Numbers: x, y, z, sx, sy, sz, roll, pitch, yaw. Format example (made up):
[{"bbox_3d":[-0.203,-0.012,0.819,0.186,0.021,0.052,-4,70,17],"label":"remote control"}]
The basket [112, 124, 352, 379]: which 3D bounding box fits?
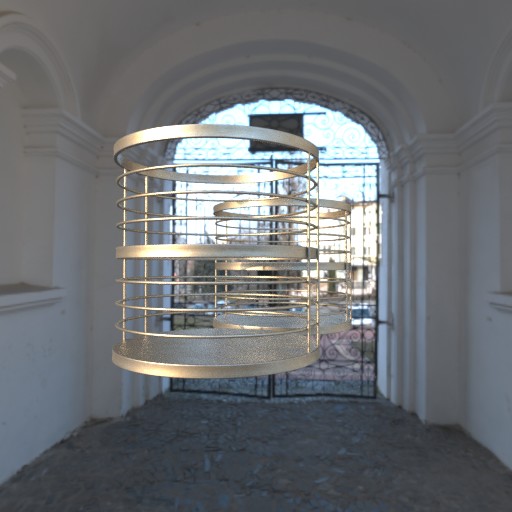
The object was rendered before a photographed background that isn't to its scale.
[{"bbox_3d":[0.000,0.000,0.968,0.356,0.351,0.746,0,-1,20],"label":"basket"}]
